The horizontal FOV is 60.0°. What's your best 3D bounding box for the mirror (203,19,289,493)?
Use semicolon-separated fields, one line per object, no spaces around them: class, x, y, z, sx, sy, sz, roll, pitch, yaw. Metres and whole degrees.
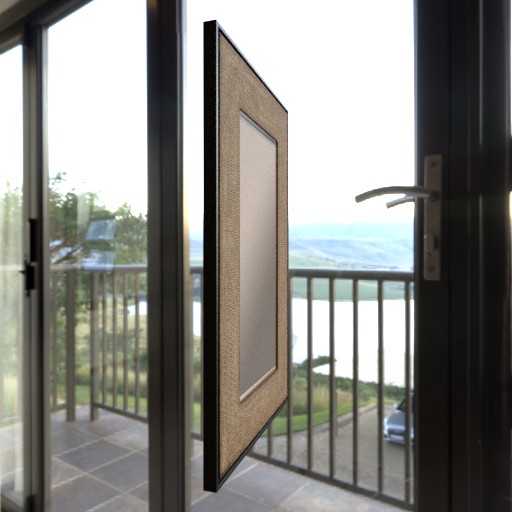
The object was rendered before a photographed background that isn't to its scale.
mirror;0.000;0.000;1.507;0.038;1.219;0.762;0;0;18
